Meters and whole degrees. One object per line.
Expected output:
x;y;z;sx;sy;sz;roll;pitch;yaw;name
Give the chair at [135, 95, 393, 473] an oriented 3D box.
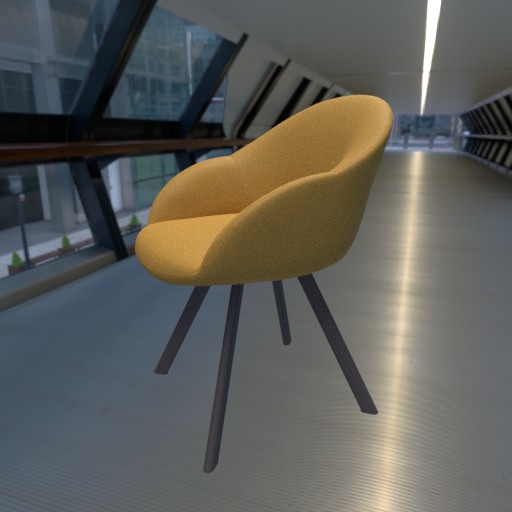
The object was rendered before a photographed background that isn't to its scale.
0.000;0.000;1.139;0.583;0.793;0.551;-8;18;-25;chair
